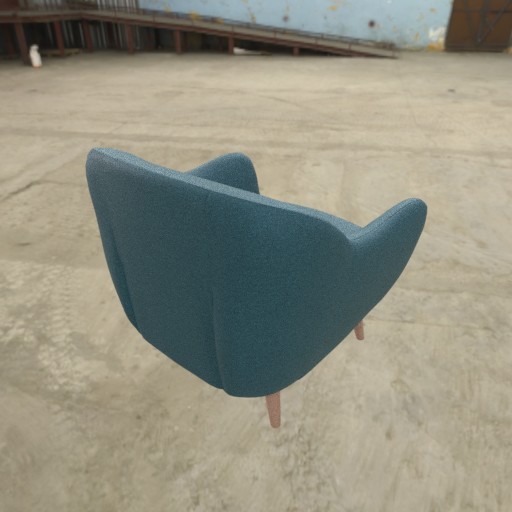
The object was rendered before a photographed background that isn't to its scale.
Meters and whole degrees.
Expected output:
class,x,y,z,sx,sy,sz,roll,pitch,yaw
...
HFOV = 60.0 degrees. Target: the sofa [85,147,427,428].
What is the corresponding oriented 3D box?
class,x,y,z,sx,sy,sz,roll,pitch,yaw
sofa,0.000,0.000,1.494,0.836,0.817,0.825,23,37,34
